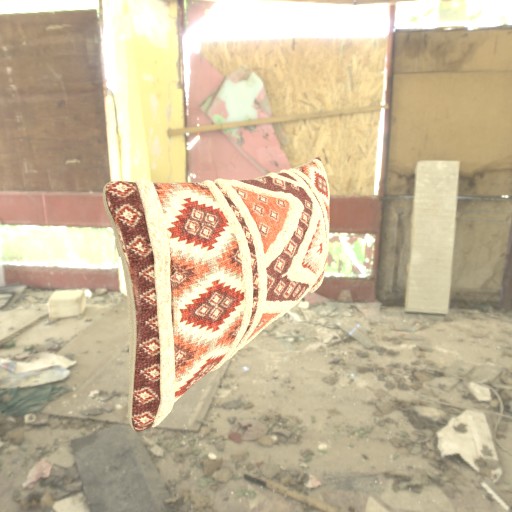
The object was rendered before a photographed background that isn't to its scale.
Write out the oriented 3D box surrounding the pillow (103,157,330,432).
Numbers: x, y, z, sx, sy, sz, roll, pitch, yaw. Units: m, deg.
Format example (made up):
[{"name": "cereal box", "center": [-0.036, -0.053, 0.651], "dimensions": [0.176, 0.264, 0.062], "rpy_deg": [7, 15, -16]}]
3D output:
[{"name": "pillow", "center": [0.000, 0.000, 0.715], "dimensions": [0.161, 0.295, 0.608], "rpy_deg": [7, 16, 26]}]
